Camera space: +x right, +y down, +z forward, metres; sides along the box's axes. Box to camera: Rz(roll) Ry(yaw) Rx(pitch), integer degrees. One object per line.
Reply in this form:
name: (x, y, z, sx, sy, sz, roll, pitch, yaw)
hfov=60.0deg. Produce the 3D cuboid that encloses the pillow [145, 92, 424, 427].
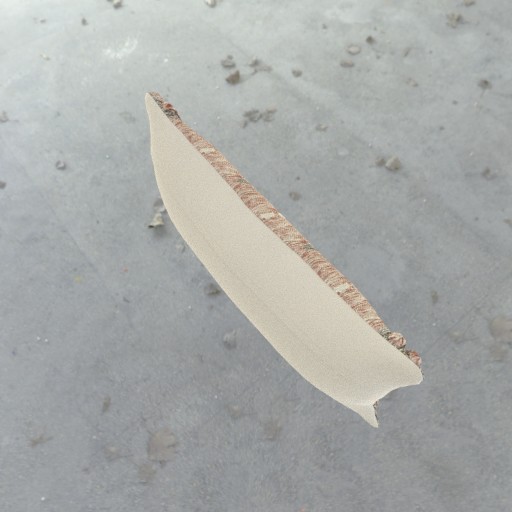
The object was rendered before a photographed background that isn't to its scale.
pillow: (0.000, 0.000, 0.738, 0.139, 0.282, 0.635, -34, 65, -18)
